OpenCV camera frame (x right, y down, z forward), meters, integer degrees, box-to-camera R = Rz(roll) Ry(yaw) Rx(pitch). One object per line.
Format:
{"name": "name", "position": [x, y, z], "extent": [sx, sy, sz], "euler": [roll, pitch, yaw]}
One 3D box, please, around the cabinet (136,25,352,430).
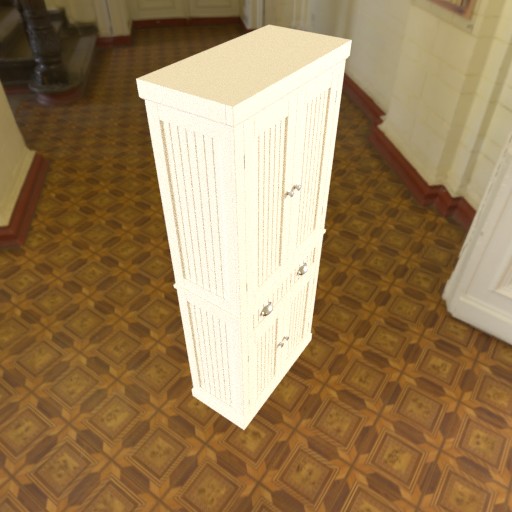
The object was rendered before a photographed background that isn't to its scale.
{"name": "cabinet", "position": [0.000, 0.000, 2.137], "extent": [0.390, 1.829, 0.754], "euler": [25, 47, 25]}
